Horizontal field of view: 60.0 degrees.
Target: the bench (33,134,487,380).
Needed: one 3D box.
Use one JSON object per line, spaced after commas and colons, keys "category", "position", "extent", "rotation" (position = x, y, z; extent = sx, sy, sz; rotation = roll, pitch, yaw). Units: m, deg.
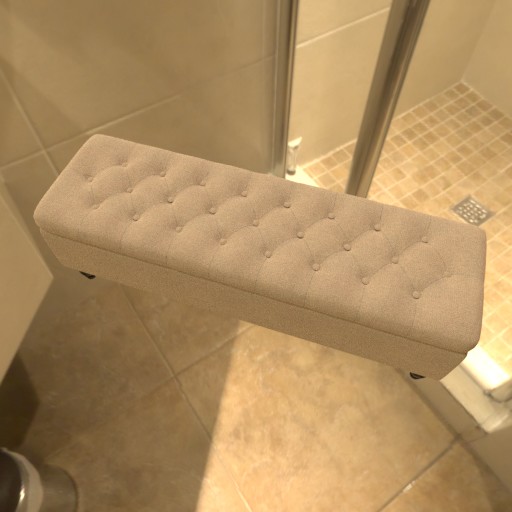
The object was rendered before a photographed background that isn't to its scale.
{"category": "bench", "position": [0.000, 0.000, 1.654], "extent": [1.480, 0.467, 0.455], "rotation": [16, 58, 10]}
